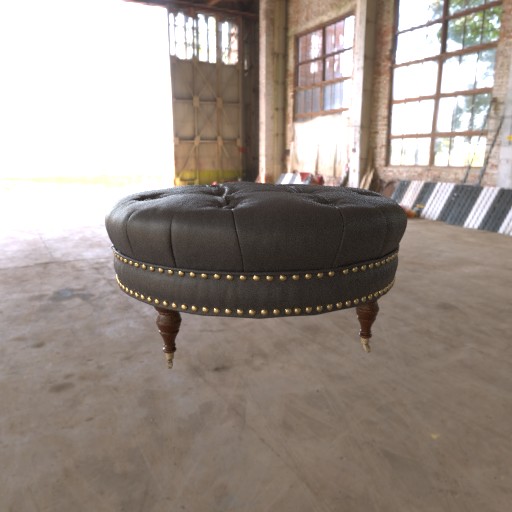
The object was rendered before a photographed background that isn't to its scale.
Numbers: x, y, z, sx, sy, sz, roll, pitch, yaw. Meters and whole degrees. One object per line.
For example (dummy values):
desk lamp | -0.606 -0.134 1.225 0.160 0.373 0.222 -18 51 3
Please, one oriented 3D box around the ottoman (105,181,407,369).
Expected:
ottoman | 0.000 0.000 1.400 0.901 0.439 0.901 0 13 0
